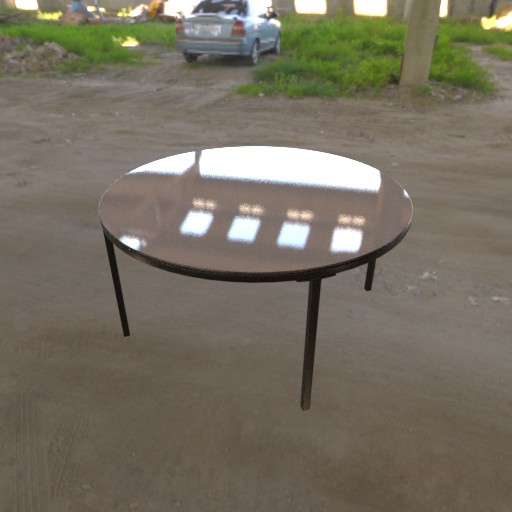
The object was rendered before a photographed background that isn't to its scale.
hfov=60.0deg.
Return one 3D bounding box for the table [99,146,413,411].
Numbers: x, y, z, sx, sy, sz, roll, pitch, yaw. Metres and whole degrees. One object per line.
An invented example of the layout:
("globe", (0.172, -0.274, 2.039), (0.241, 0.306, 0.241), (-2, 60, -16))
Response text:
("table", (0.000, 0.000, 1.278), (0.800, 0.400, 0.800), (0, 31, 0))
